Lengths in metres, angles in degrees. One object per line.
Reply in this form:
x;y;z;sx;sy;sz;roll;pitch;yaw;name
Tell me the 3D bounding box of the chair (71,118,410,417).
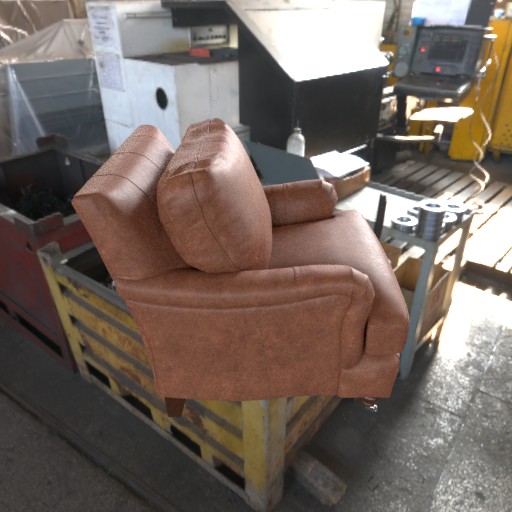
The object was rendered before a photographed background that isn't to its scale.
0.000;0.000;1.970;1.158;1.055;0.986;0;30;0;chair
